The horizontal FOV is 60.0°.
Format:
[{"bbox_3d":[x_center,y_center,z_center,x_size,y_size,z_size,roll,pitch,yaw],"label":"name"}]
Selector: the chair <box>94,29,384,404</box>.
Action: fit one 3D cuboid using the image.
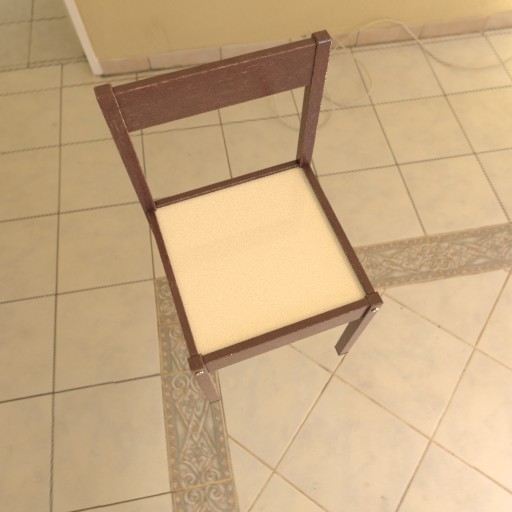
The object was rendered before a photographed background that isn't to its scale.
[{"bbox_3d":[0.000,0.000,0.680,0.285,0.505,0.285,-18,65,-9],"label":"chair"}]
